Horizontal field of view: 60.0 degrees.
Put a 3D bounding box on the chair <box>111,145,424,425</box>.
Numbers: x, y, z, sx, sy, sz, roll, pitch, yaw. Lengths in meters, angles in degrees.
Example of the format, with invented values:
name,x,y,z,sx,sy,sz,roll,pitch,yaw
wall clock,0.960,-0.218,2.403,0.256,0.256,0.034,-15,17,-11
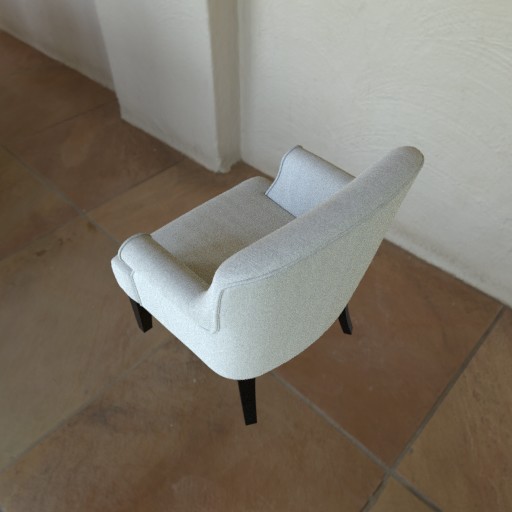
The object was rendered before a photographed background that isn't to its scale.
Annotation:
name,x,y,z,sx,sy,sz,roll,pitch,yaw
chair,0.000,0.000,1.490,0.781,0.875,0.750,-34,55,-28
